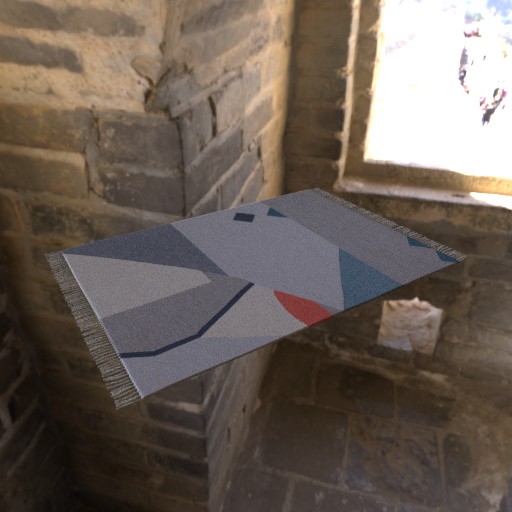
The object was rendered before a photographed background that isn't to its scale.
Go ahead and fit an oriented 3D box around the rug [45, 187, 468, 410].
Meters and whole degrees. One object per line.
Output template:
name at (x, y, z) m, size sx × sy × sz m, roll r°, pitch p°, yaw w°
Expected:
rug at (0.000, 0.000, 2.279) m, size 1.828 × 0.005 × 1.220 m, roll -17°, pitch 34°, yaw -28°
